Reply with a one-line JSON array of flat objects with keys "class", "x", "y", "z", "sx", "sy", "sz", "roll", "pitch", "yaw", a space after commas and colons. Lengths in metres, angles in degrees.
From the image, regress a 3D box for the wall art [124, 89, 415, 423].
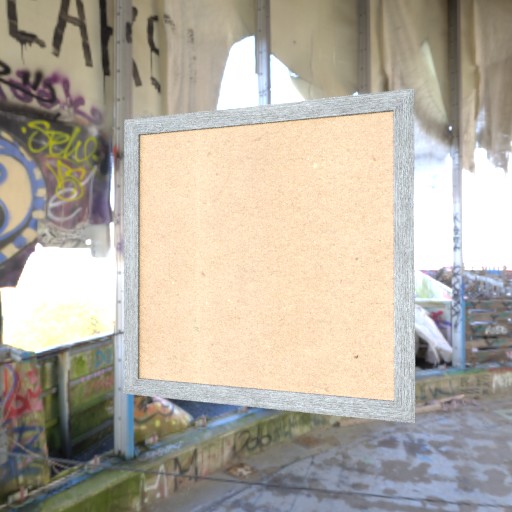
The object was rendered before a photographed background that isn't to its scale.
[{"class": "wall art", "x": 0.000, "y": 0.000, "z": 1.016, "sx": 0.685, "sy": 0.685, "sz": 0.020, "roll": 0, "pitch": -1, "yaw": 17}]
